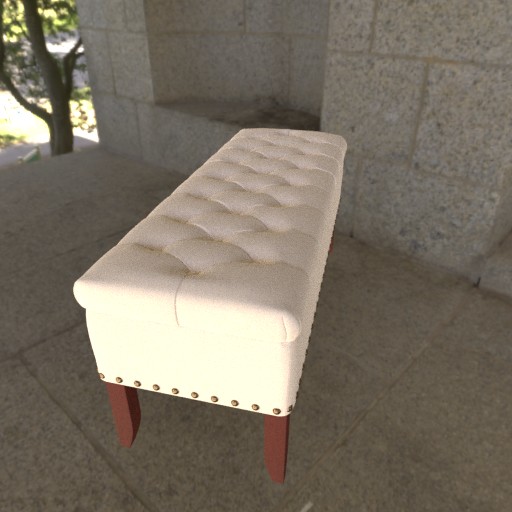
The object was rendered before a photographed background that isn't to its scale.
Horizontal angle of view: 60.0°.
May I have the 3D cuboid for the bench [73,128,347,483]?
[{"bbox_3d":[0.000,0.000,1.251,0.400,0.470,1.054,7,31,12],"label":"bench"}]
